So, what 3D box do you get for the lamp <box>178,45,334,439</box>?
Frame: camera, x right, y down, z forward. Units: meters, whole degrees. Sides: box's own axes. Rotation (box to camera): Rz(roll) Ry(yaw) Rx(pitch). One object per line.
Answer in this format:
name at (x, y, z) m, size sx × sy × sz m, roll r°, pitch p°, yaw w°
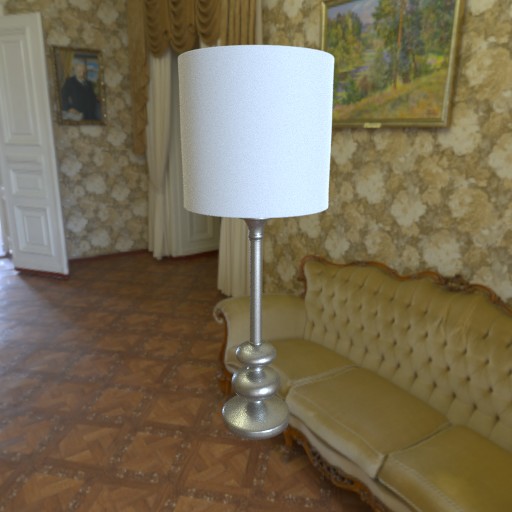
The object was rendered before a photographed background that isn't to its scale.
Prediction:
lamp at (0.000, 0.000, 0.815) m, size 0.254 × 0.690 × 0.254 m, roll 2°, pitch 15°, yaw 8°
